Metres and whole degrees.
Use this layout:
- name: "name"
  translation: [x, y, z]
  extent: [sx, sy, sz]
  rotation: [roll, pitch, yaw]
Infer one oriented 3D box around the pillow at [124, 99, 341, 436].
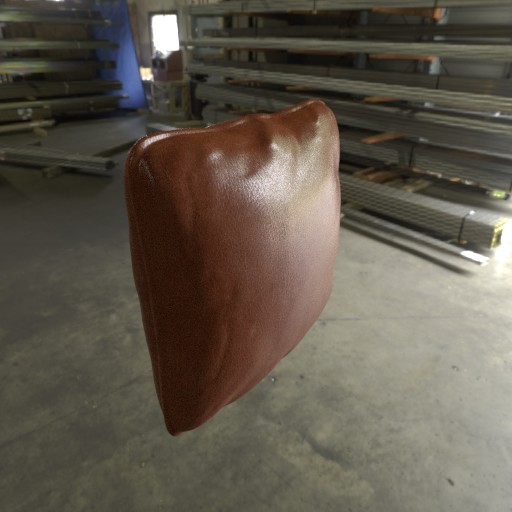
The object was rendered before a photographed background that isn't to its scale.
- name: "pillow"
  translation: [0.000, 0.000, 0.839]
  extent: [0.236, 0.523, 0.532]
  rotation: [17, 31, 31]
